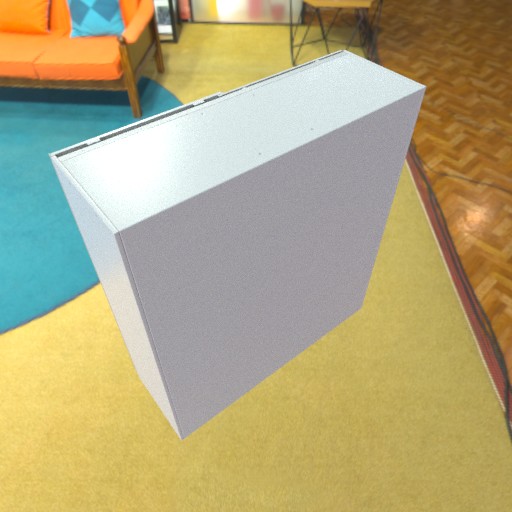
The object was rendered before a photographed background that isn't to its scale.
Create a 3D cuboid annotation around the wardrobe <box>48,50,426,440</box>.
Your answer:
[{"bbox_3d":[0.000,0.000,2.826,1.780,1.960,0.629,-30,54,-25],"label":"wardrobe"}]
